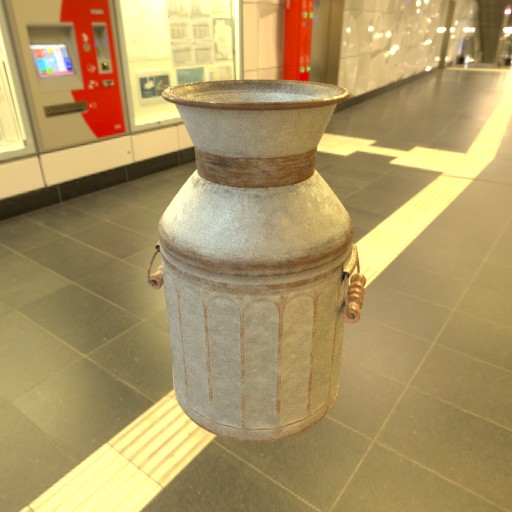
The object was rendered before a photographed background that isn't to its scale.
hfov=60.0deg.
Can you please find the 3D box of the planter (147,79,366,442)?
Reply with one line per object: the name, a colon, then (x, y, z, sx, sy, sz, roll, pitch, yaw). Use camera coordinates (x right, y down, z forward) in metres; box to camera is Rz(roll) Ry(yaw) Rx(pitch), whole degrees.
planter: (0.000, 0.000, 0.504, 0.248, 0.358, 0.215, 8, 28, 15)
